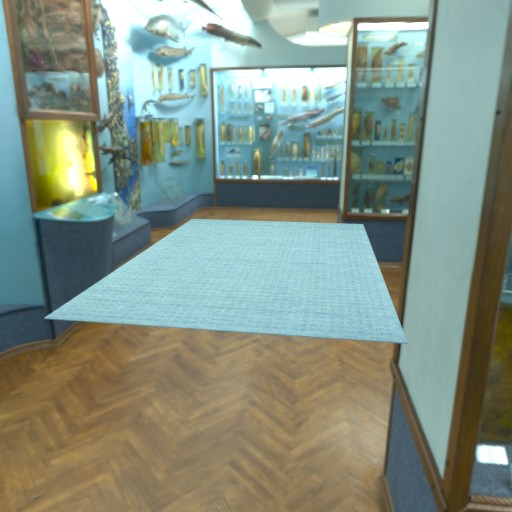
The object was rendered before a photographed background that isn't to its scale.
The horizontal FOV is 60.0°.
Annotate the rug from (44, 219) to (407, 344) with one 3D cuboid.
[{"bbox_3d":[0.000,0.000,3.739,1.982,0.006,2.895,2,16,8],"label":"rug"}]
